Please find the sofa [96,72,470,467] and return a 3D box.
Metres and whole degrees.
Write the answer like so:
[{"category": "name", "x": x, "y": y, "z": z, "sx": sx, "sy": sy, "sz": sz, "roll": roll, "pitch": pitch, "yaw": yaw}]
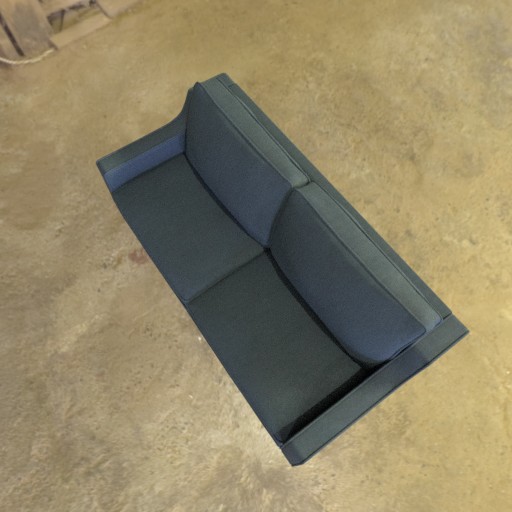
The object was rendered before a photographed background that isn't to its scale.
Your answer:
[{"category": "sofa", "x": 0.000, "y": 0.000, "z": 2.750, "sx": 1.066, "sy": 1.071, "sz": 2.178, "roll": -33, "pitch": 68, "yaw": -15}]
